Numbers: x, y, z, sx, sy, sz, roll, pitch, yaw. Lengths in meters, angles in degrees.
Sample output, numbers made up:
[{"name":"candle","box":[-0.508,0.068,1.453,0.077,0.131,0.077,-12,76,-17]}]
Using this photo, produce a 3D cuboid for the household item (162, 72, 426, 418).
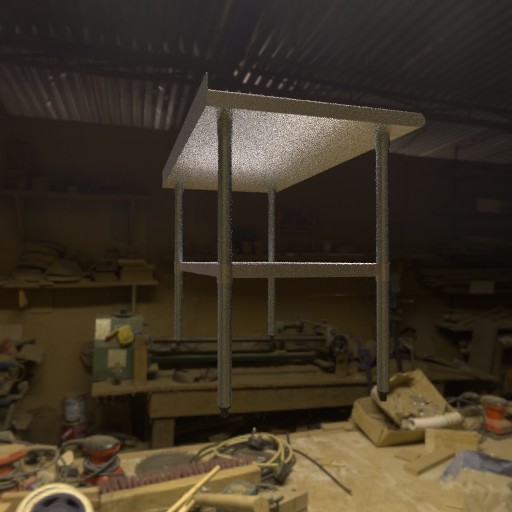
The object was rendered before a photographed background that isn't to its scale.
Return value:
[{"name":"household item","box":[0.000,0.000,1.711,0.610,0.851,1.219,0,-1,-17]}]
